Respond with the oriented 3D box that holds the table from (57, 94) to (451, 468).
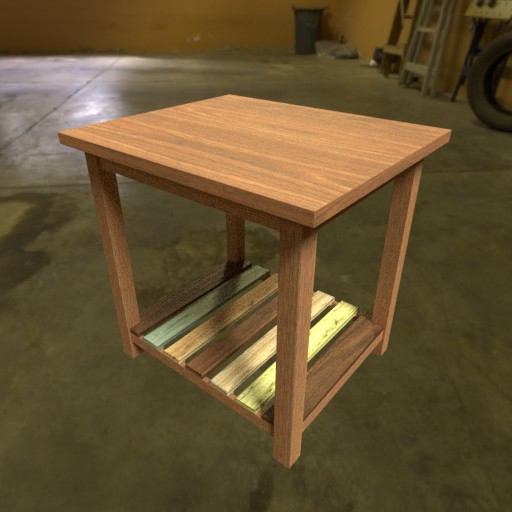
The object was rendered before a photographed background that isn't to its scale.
[{"bbox_3d":[0.000,0.000,1.132,0.660,0.635,0.559,22,37,33],"label":"table"}]
